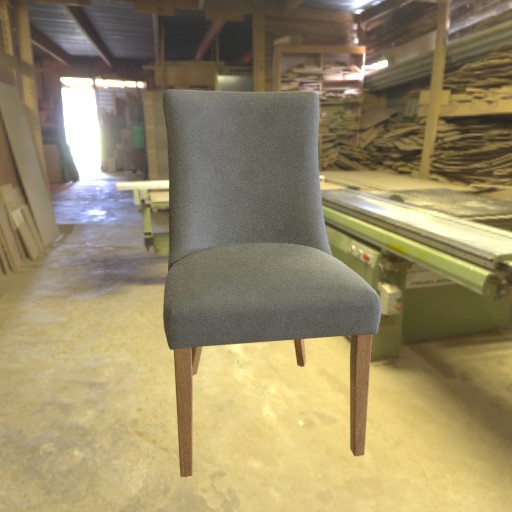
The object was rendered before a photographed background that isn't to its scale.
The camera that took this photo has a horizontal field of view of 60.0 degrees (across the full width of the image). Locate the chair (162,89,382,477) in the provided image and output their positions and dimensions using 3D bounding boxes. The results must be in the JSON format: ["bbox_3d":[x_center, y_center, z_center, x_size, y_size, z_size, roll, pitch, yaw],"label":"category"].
[{"bbox_3d":[0.000,0.000,1.222,0.495,0.902,0.610,-3,16,-9],"label":"chair"}]
